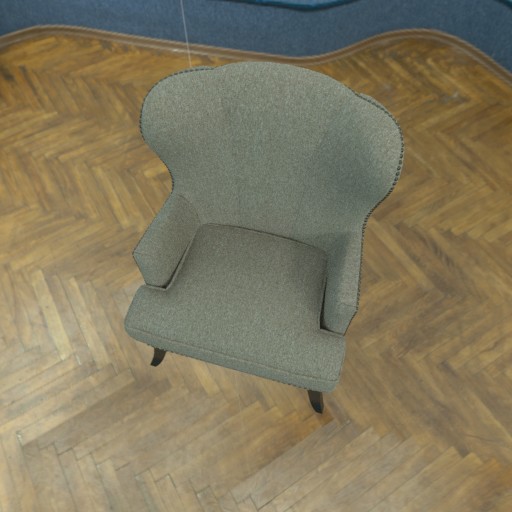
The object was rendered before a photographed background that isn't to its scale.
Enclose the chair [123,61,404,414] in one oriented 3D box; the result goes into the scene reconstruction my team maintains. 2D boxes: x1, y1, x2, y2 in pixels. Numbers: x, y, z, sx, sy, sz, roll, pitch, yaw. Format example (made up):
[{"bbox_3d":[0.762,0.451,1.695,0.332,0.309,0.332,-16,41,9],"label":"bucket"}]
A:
[{"bbox_3d":[0.000,0.000,1.584,0.759,1.060,0.758,13,60,8],"label":"chair"}]
